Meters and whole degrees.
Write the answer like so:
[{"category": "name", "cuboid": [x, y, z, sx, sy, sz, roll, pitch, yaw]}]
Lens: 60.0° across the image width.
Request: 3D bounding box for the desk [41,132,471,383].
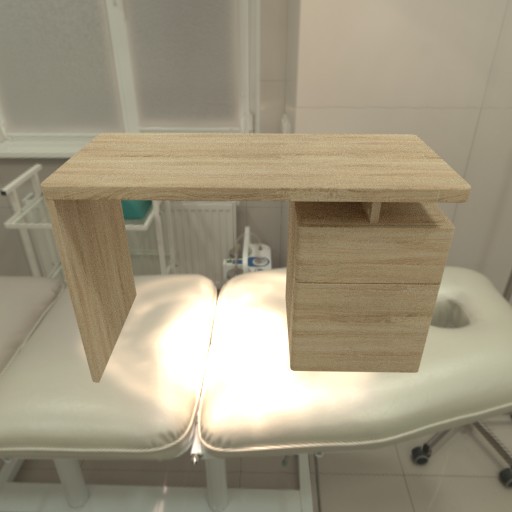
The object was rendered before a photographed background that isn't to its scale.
[{"category": "desk", "cuboid": [0.000, 0.000, 1.644, 1.200, 0.760, 0.550, 1, 31, 1]}]
